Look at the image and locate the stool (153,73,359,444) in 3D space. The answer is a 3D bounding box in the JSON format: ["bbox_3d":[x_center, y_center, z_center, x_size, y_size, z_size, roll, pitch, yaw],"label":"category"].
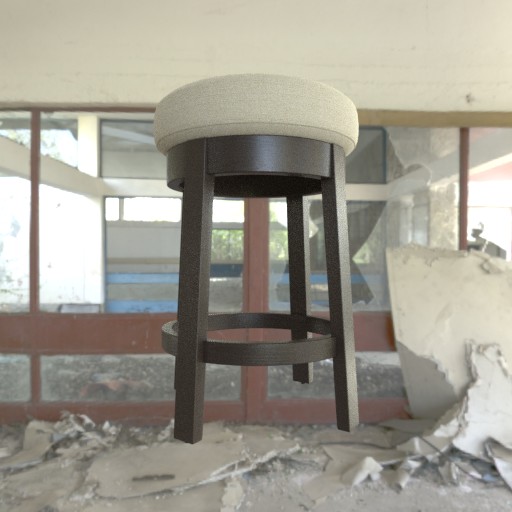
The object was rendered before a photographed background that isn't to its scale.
[{"bbox_3d":[0.000,0.000,0.955,0.449,0.655,0.449,0,1,0],"label":"stool"}]
